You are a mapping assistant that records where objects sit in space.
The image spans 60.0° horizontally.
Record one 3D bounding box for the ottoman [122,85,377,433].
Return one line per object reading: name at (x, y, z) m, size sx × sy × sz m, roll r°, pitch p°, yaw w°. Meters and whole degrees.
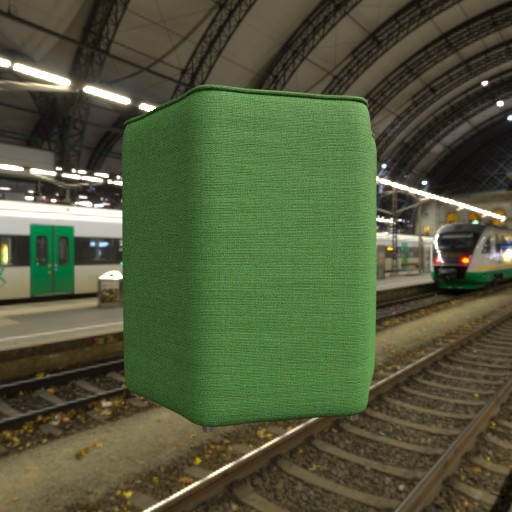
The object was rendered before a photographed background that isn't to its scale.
ottoman at (0.000, 0.000, 0.860) m, size 0.444 × 0.507 × 0.499 m, roll 0°, pitch 0°, yaw 18°
